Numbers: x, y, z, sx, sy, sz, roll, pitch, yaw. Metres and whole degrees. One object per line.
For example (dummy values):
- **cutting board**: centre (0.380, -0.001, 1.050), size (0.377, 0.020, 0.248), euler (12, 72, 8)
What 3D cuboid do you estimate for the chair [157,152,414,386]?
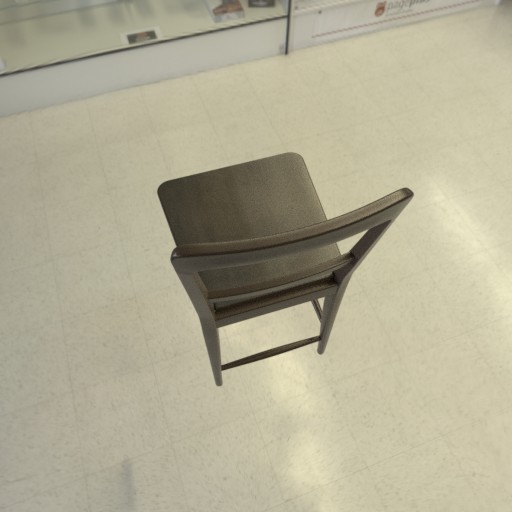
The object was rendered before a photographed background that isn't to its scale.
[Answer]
- **chair**: centre (0.000, 0.000, 1.276), size (0.450, 0.991, 0.546), euler (-15, 60, -9)
